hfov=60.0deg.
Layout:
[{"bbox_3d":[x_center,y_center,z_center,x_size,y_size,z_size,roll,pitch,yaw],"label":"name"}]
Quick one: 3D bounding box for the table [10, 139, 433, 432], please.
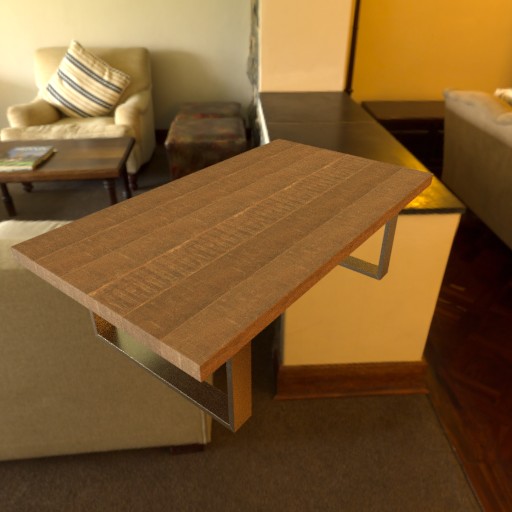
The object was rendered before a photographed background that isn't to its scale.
[{"bbox_3d":[0.000,0.000,1.718,0.800,0.440,1.400,22,38,32],"label":"table"}]
